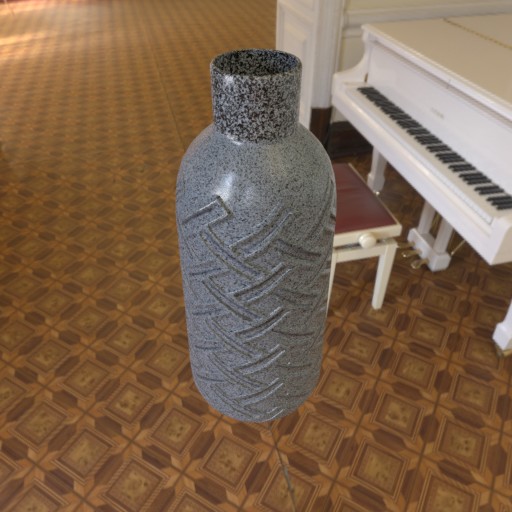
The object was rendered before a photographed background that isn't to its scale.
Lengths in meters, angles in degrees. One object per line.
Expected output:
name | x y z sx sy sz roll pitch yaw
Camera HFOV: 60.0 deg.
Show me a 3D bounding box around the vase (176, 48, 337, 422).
vase | 0.000 0.000 0.336 0.122 0.282 0.122 0 41 0
